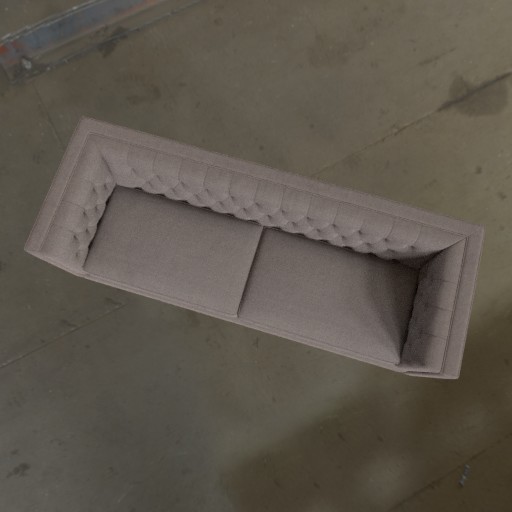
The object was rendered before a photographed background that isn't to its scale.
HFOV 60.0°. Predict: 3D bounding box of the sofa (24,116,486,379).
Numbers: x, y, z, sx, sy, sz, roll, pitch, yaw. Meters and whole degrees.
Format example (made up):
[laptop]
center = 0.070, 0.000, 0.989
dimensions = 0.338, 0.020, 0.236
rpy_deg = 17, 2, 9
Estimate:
[sofa]
center = 0.000, 0.000, 2.547
dimensions = 2.159, 0.762, 0.775
rpy_deg = 16, 77, 4
